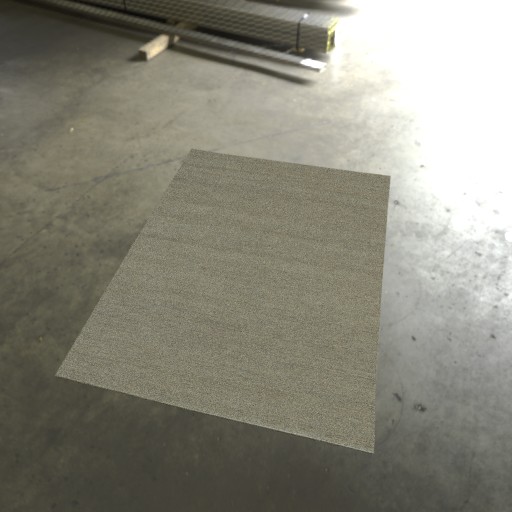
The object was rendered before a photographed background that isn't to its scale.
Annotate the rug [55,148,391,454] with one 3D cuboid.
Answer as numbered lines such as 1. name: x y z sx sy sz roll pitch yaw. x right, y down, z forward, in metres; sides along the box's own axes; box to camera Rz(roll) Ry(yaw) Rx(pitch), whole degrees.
1. rug: 0.000 0.000 4.832 2.757 0.051 3.626 10 48 9
